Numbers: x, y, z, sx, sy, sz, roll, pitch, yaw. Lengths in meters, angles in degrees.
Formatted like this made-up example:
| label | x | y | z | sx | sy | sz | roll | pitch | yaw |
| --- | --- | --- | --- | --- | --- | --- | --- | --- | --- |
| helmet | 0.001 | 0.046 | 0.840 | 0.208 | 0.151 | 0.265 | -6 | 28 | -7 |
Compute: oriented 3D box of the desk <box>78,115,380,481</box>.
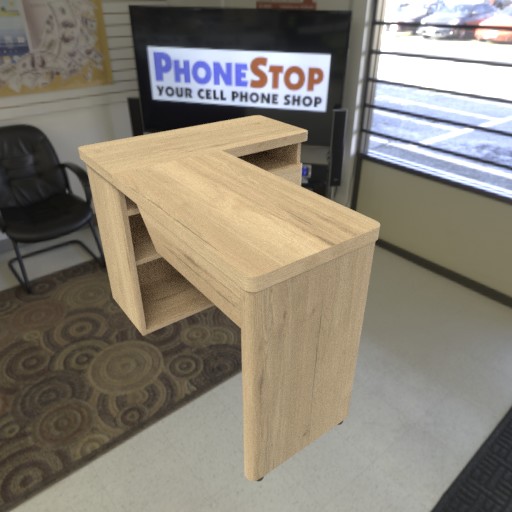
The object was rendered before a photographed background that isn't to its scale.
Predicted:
| label | x | y | z | sx | sy | sz | roll | pitch | yaw |
| --- | --- | --- | --- | --- | --- | --- | --- | --- | --- |
| desk | 0.000 | 0.000 | 1.769 | 0.900 | 0.760 | 1.169 | -21 | 37 | -31 |
